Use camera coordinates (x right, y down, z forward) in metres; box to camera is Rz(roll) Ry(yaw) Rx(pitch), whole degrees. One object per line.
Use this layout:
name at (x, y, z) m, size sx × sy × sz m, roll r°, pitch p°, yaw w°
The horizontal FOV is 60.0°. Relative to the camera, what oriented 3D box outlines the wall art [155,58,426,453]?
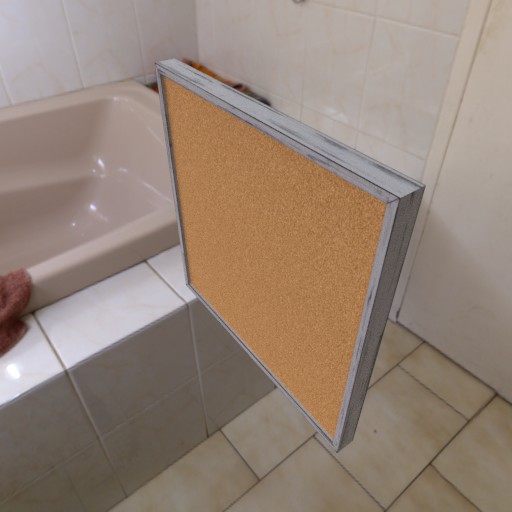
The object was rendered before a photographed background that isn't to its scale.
wall art at (0.000, 0.000, 0.743) m, size 0.038 × 0.506 × 0.506 m, roll -26°, pitch 47°, yaw -27°
